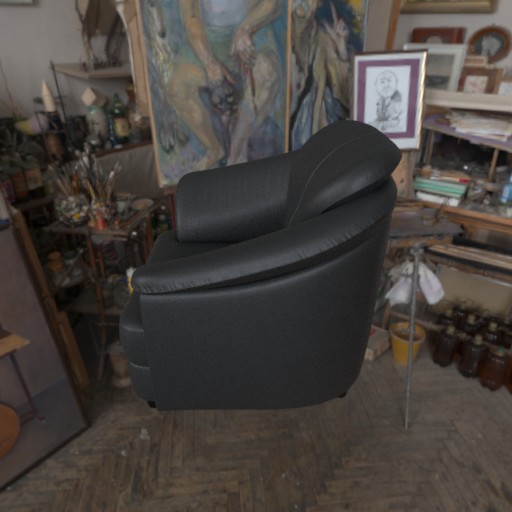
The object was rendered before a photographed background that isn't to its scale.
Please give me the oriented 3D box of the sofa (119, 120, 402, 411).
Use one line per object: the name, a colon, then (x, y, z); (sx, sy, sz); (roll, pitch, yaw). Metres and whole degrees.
sofa: (0.000, 0.000, 1.486); (0.794, 0.811, 0.870); (0, 27, 0)
